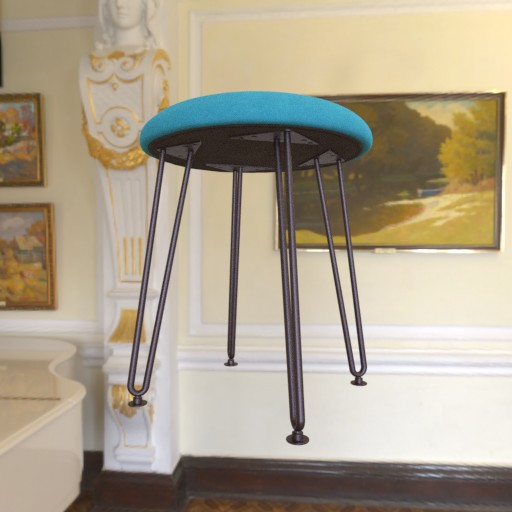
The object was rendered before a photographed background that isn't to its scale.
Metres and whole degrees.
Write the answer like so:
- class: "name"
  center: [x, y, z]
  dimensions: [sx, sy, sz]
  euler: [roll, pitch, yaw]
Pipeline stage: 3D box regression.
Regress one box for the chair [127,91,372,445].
- class: "chair"
  center: [0.000, 0.000, 0.691]
  dimensions: [0.350, 0.430, 0.350]
  euler: [0, 1, 17]
